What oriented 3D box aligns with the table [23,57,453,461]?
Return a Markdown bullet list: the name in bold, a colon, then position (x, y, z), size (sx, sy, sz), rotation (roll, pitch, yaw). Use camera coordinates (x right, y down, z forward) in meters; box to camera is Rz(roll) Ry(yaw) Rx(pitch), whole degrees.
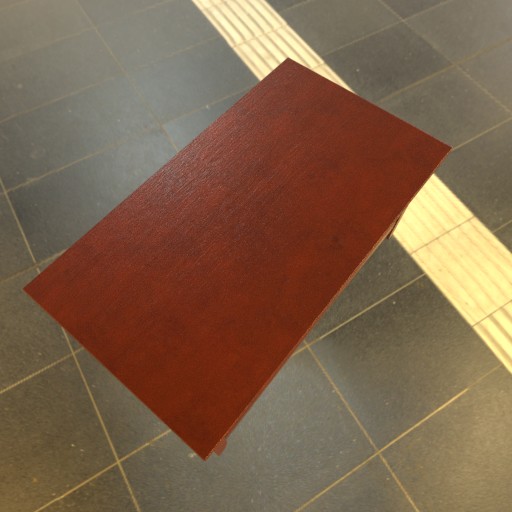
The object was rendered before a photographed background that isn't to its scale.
- **table**: position (0.000, 0.000, 1.245), size (0.533, 0.456, 0.943), rotation (36, 68, 17)
